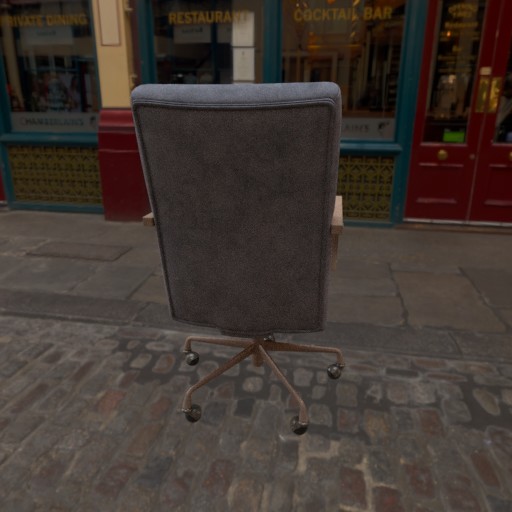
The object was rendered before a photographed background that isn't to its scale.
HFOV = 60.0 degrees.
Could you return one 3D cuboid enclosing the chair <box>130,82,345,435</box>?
[{"bbox_3d":[0.000,0.000,1.464,0.640,1.029,0.741,3,18,9],"label":"chair"}]
